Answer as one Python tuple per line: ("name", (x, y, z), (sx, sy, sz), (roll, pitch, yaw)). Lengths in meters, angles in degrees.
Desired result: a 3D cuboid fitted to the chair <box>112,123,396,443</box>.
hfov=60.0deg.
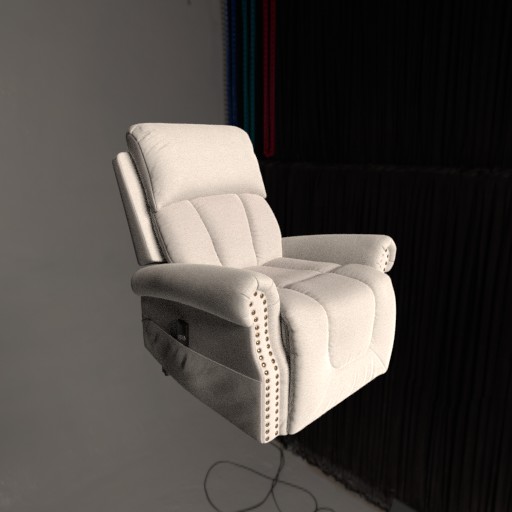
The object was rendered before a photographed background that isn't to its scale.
("chair", (0.000, 0.000, 1.772), (0.979, 1.031, 0.871), (14, 20, 43))
